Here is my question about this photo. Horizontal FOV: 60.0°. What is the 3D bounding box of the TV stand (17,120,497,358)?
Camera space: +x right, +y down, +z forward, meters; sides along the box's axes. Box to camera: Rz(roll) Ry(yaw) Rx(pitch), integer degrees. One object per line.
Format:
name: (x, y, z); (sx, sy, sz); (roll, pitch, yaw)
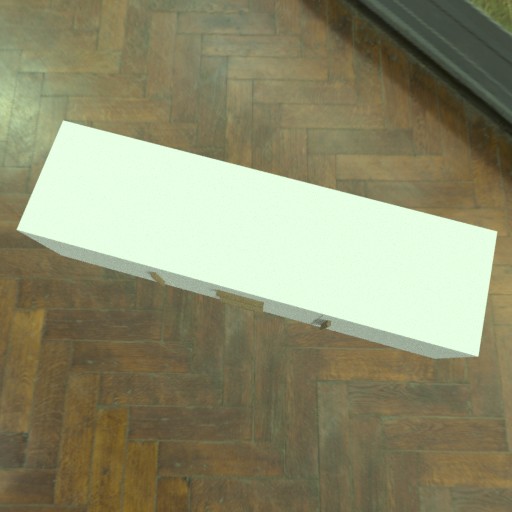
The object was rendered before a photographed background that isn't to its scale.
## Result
TV stand: (0.000, 0.000, 1.605); (1.398, 0.560, 0.401); (15, 76, 4)
